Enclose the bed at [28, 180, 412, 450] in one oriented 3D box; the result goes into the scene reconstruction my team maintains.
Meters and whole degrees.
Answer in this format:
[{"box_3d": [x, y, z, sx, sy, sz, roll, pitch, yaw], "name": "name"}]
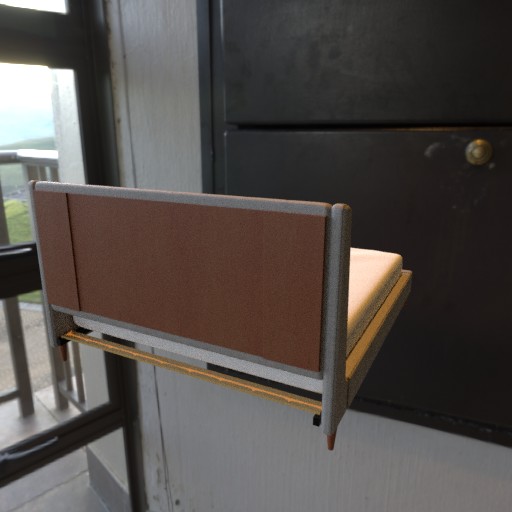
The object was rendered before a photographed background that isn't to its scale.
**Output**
[{"box_3d": [0.000, 0.000, 3.484, 2.062, 1.289, 2.342, 8, 18, 26], "name": "bed"}]
